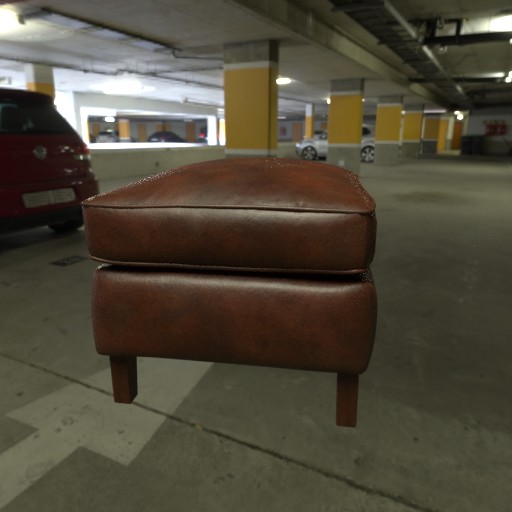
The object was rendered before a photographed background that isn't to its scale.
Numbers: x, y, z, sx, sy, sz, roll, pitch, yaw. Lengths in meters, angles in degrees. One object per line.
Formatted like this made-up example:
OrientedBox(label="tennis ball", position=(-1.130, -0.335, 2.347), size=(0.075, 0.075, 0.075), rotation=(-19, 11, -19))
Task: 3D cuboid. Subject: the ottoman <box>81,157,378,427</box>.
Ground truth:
OrientedBox(label="ottoman", position=(0.000, 0.000, 1.006), size=(0.501, 0.432, 0.665), rotation=(3, 15, 9))
